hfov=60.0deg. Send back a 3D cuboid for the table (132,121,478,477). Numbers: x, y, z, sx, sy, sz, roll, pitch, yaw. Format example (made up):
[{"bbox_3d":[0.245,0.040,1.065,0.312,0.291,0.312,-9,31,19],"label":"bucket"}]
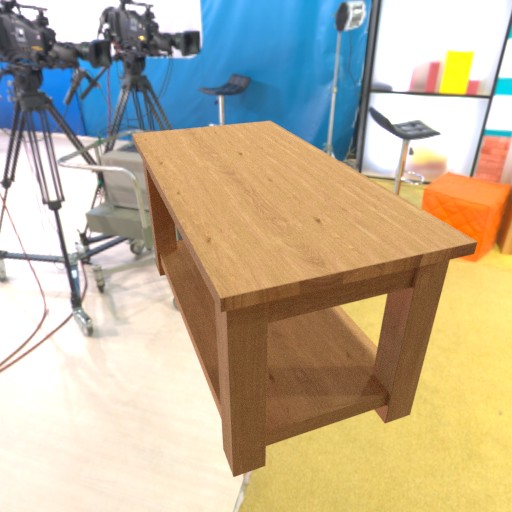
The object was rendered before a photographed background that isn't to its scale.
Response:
[{"bbox_3d":[0.000,0.000,1.148,0.450,0.452,0.899,-11,32,-18],"label":"table"}]
